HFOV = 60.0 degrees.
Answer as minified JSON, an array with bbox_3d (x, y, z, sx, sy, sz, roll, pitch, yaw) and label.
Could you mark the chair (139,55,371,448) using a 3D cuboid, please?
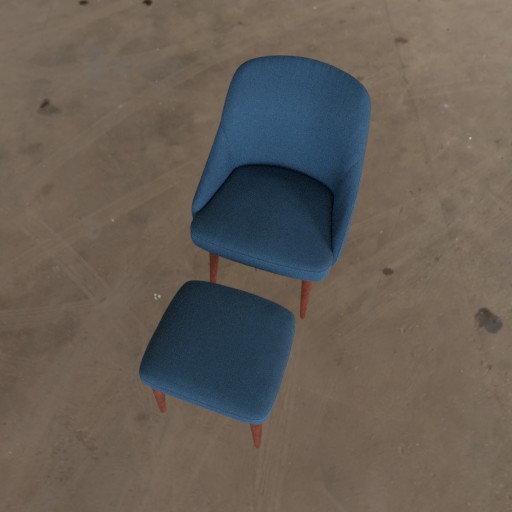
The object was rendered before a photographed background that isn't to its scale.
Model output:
[{"bbox_3d":[0.000,0.000,1.605,0.584,0.866,1.114,17,61,10],"label":"chair"}]
